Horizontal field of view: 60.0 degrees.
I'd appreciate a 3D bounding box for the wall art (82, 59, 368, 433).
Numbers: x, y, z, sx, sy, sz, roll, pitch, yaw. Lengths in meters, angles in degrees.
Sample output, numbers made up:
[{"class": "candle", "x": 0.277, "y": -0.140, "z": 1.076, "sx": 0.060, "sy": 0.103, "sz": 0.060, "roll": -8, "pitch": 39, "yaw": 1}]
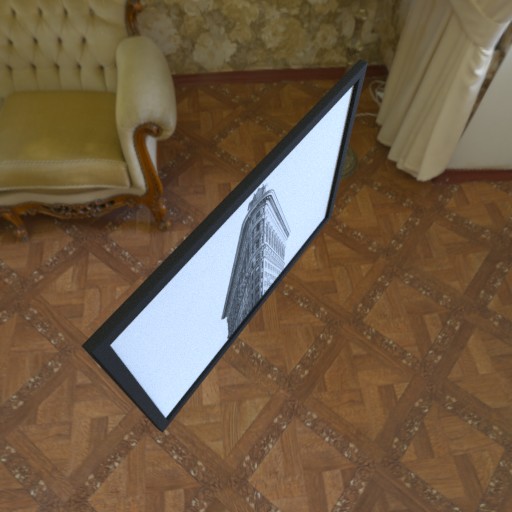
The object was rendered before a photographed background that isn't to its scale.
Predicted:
[{"class": "wall art", "x": 0.000, "y": 0.000, "z": 1.219, "sx": 0.049, "sy": 0.659, "sz": 0.964, "roll": 33, "pitch": 63, "yaw": 19}]
